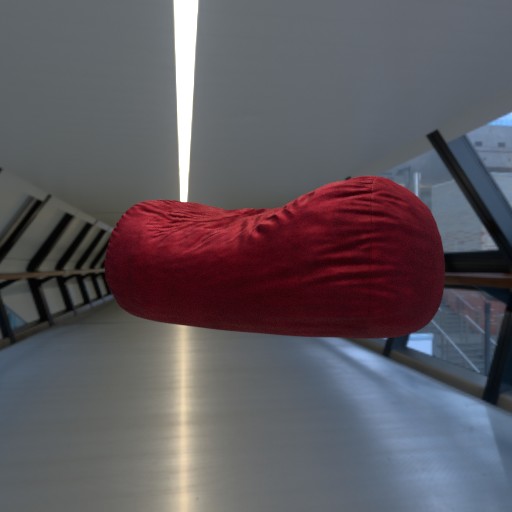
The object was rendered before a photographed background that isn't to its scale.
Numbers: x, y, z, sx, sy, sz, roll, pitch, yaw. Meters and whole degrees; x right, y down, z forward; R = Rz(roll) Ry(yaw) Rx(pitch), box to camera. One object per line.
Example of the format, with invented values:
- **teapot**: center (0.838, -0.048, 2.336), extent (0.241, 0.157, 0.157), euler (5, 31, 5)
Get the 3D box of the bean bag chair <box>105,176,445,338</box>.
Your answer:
- **bean bag chair**: center (0.000, 0.000, 2.897), extent (2.293, 0.867, 1.216), euler (0, -1, 35)
